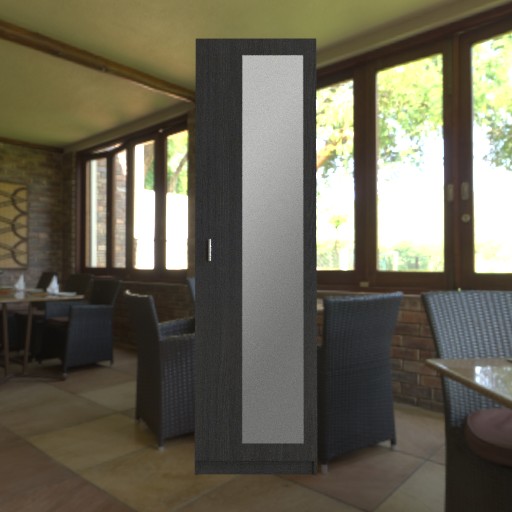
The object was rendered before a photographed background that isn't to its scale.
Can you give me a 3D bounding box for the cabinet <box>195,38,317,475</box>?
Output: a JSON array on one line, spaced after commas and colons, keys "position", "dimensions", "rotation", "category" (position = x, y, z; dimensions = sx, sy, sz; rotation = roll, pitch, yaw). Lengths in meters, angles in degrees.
[{"position": [0.000, 0.000, 1.910], "dimensions": [0.500, 1.790, 0.230], "rotation": [0, -1, 0], "category": "cabinet"}]
